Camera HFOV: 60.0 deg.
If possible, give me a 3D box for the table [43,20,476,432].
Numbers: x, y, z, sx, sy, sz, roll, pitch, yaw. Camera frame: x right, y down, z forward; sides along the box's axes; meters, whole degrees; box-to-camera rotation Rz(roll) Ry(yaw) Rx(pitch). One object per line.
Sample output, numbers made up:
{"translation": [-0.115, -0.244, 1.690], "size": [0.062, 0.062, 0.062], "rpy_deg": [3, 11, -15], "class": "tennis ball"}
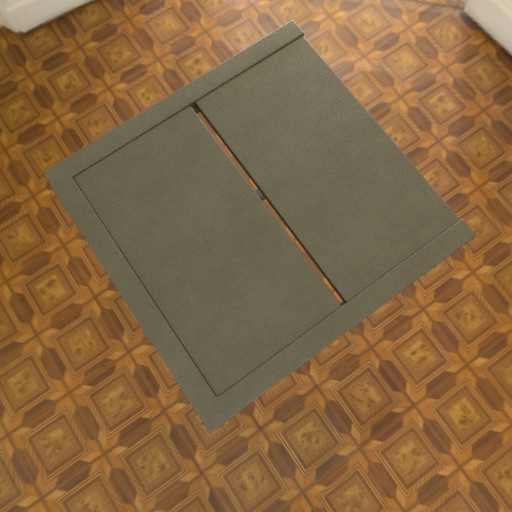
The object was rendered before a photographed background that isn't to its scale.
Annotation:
{"translation": [0.000, 0.000, 0.883], "size": [0.420, 0.609, 0.405], "rpy_deg": [-35, 79, -8], "class": "table"}
